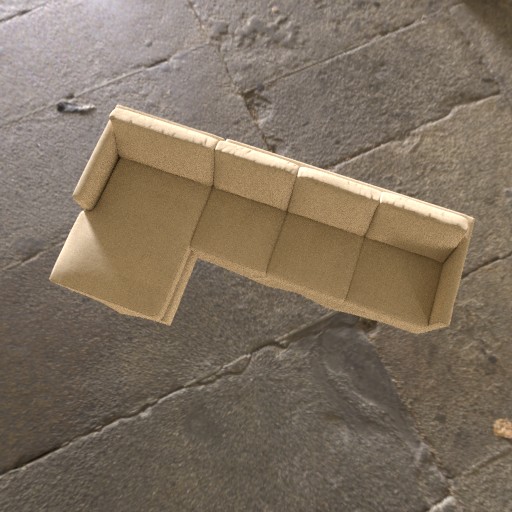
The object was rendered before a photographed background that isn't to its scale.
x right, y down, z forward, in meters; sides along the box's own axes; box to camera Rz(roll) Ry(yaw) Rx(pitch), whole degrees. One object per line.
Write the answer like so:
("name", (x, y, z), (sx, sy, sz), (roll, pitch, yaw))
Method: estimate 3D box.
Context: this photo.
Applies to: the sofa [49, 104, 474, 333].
("sofa", (0.000, 0.000, 3.786), (3.205, 0.922, 1.650), (19, 76, 5))
